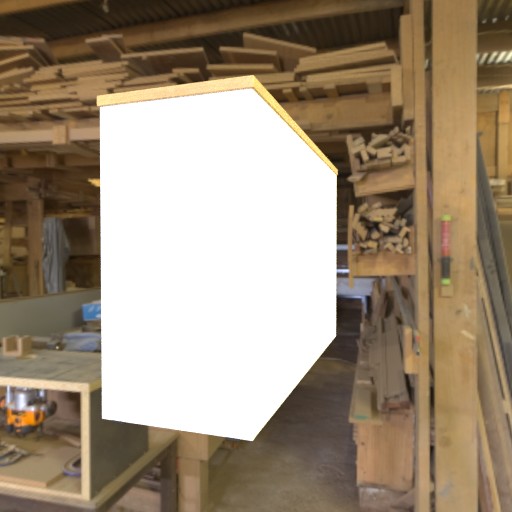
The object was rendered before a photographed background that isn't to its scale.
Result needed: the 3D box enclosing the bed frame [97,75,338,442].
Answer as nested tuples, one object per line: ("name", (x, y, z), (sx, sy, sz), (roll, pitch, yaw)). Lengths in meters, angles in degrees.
("bed frame", (0.000, 0.000, 1.700), (0.430, 0.850, 1.300), (0, 1, 19))
